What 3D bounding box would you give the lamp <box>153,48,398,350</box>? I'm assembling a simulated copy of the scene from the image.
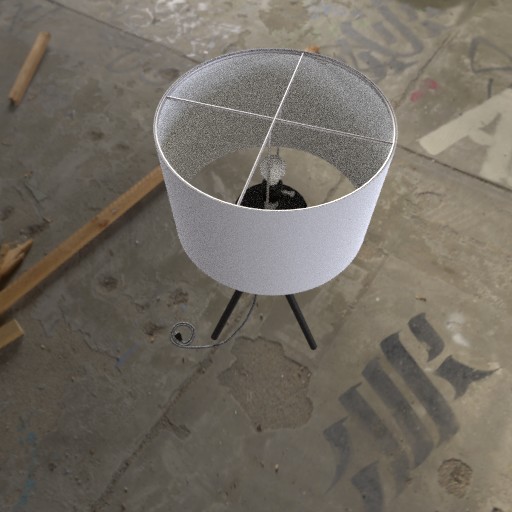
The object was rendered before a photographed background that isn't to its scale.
[{"bbox_3d":[0.000,0.000,0.918,0.422,0.674,0.353,-32,62,-19],"label":"lamp"}]
